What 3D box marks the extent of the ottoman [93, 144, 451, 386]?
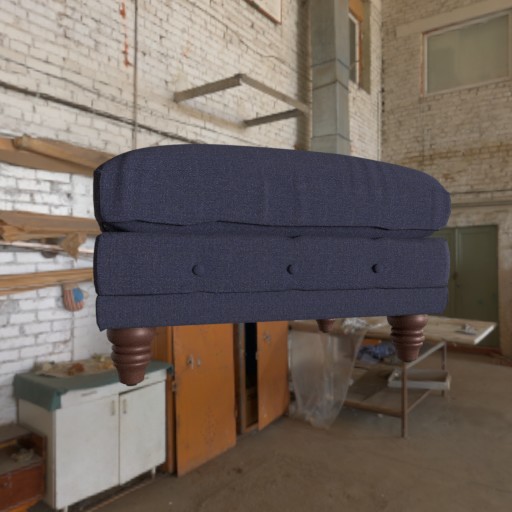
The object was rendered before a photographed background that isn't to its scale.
[{"bbox_3d":[0.000,0.000,1.131,0.767,0.486,0.558,0,0,-18],"label":"ottoman"}]
